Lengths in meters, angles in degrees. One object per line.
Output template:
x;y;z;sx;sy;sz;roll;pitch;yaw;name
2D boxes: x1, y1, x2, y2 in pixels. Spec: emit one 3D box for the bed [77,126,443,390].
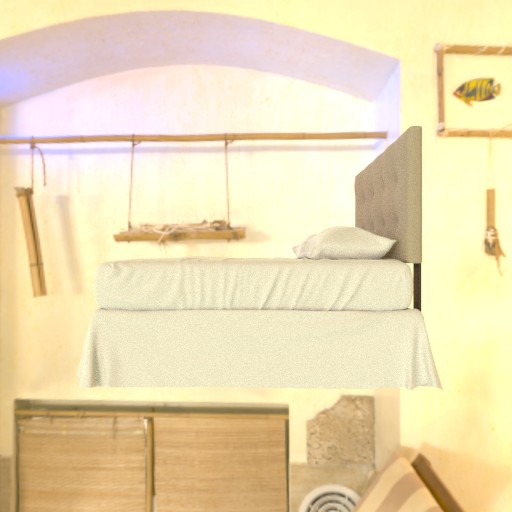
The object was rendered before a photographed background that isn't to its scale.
0.000;0.000;3.490;2.222;1.577;1.936;0;0;1;bed
